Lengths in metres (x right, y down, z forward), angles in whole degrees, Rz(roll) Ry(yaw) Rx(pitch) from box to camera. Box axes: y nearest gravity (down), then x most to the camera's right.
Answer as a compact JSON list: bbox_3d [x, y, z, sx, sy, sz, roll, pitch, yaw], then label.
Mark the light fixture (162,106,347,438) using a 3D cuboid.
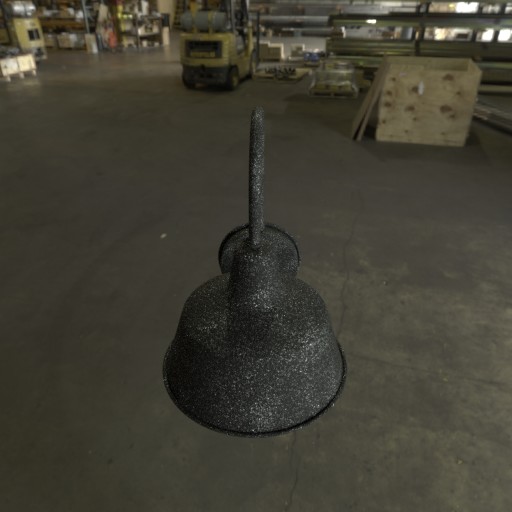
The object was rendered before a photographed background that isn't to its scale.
[{"bbox_3d":[0.000,0.000,0.492,0.216,0.300,0.283,1,31,2],"label":"light fixture"}]
